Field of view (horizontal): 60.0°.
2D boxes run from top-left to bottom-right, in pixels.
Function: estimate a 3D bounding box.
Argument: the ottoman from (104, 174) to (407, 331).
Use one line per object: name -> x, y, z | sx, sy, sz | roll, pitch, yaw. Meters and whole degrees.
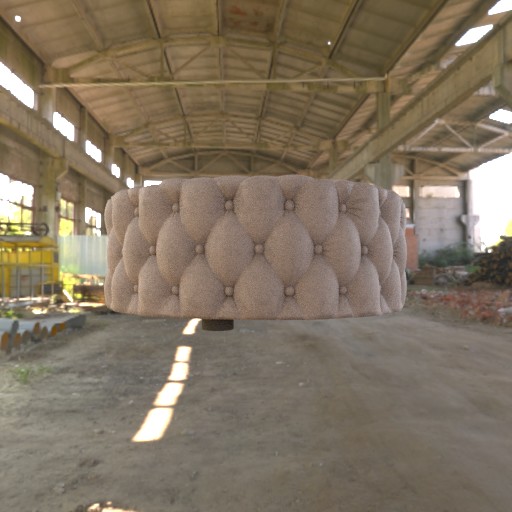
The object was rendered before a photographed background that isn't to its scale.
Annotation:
ottoman -> 0.000, 0.000, 1.534 | 0.998, 0.399, 0.998 | 0, -1, 0
